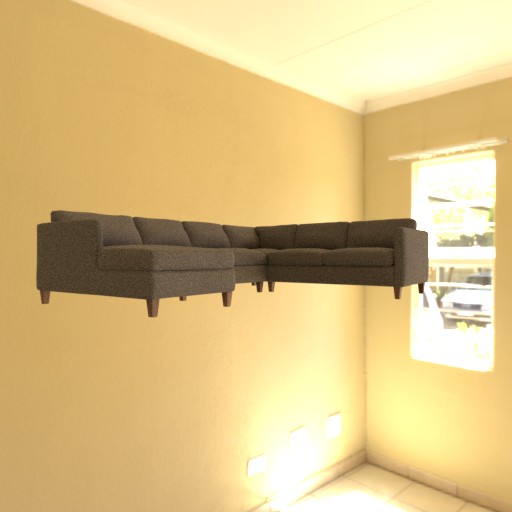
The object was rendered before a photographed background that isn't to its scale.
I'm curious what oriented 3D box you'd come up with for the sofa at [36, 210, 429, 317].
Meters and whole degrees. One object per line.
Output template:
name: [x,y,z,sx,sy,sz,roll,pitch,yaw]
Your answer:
sofa: [0.000,0.000,4.474,2.551,0.853,3.238,0,0,37]
